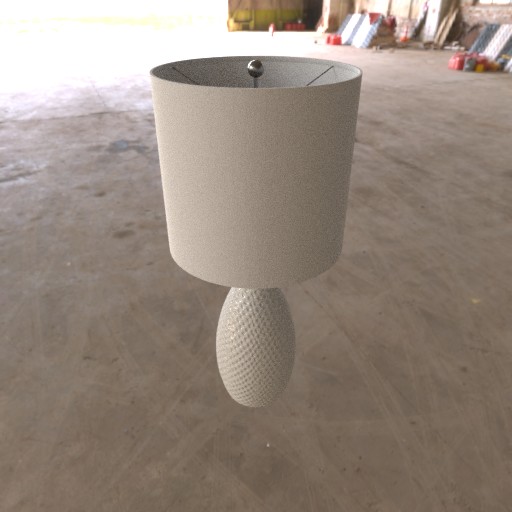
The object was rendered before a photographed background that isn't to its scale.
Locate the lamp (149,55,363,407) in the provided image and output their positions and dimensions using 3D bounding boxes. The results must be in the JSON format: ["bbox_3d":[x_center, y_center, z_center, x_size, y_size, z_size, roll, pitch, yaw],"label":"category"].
[{"bbox_3d":[0.000,0.000,0.571,0.214,0.466,0.214,-2,31,-3],"label":"lamp"}]
